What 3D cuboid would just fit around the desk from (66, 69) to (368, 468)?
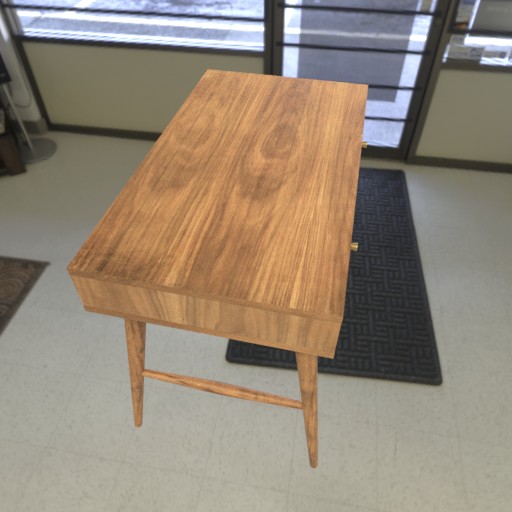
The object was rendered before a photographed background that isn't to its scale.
[{"bbox_3d":[0.000,0.000,1.423,0.588,0.758,0.949,9,46,9],"label":"desk"}]
